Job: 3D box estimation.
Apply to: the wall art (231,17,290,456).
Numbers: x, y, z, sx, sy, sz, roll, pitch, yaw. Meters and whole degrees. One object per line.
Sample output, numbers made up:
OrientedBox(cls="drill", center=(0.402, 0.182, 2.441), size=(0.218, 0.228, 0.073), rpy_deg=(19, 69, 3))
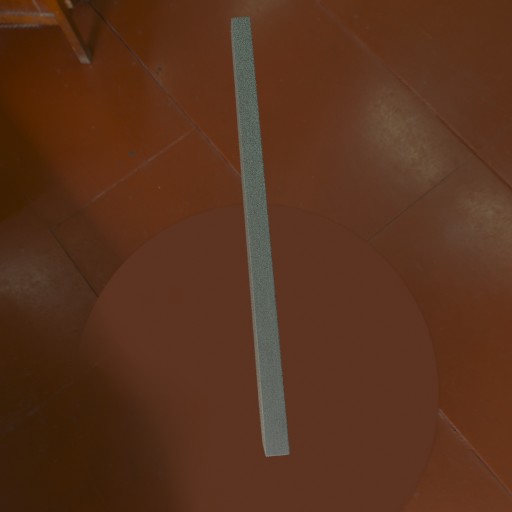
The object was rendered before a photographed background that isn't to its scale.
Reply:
OrientedBox(cls="wall art", center=(0.000, 0.000, 0.755), size=(0.028, 0.457, 0.556), rpy_deg=(-4, 75, -1))
